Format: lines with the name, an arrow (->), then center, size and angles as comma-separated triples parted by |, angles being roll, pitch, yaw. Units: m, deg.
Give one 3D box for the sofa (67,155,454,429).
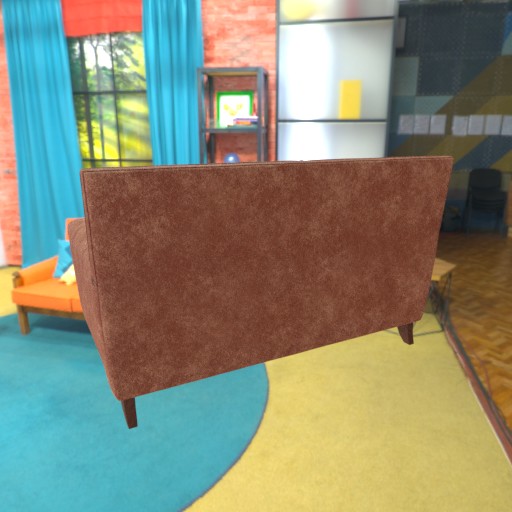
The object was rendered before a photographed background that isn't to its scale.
sofa -> 0.000, 0.000, 1.967 | 1.473, 0.871, 0.787 | -8, 18, -27
